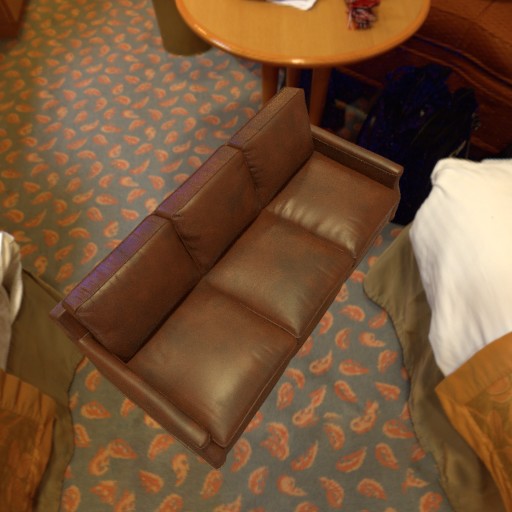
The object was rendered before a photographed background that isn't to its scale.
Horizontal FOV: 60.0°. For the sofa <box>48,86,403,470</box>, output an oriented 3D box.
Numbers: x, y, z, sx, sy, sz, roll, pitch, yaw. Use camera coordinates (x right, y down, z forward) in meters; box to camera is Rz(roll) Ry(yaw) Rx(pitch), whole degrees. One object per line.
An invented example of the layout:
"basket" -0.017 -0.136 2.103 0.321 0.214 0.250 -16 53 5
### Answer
"sofa" 0.000 0.000 2.840 1.084 1.003 2.240 31 63 18
